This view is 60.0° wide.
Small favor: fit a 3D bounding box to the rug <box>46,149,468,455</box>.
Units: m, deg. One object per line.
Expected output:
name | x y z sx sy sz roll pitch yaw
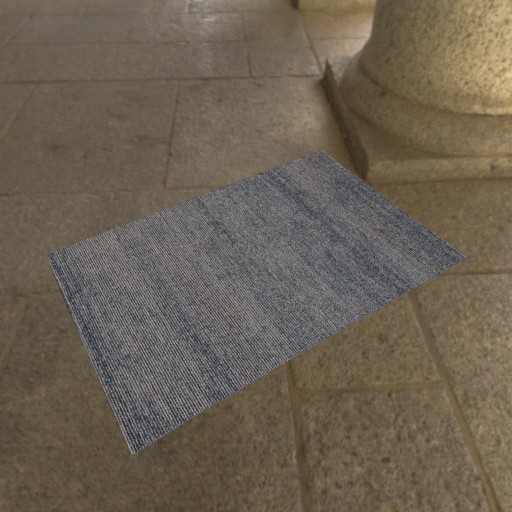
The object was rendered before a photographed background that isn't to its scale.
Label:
rug | 0.000 0.000 2.170 1.740 0.010 1.135 -25 51 -22
